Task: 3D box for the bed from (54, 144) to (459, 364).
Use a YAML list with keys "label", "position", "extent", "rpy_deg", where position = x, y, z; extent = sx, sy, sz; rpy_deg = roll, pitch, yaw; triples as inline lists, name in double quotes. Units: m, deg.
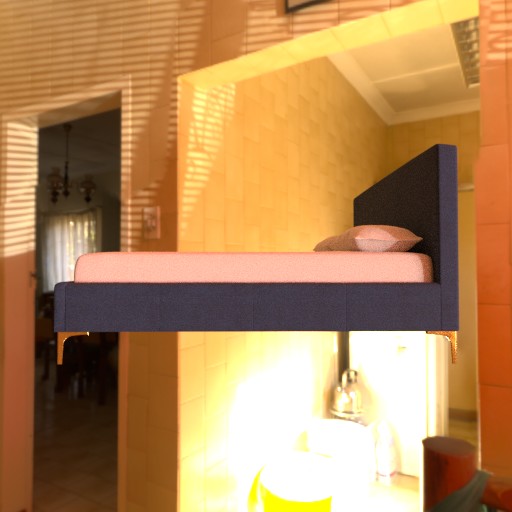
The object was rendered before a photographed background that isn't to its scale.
- label: "bed"
  position: [0.000, 0.000, 3.472]
  extent: [2.232, 1.231, 2.096]
  rpy_deg: [0, -1, 0]
